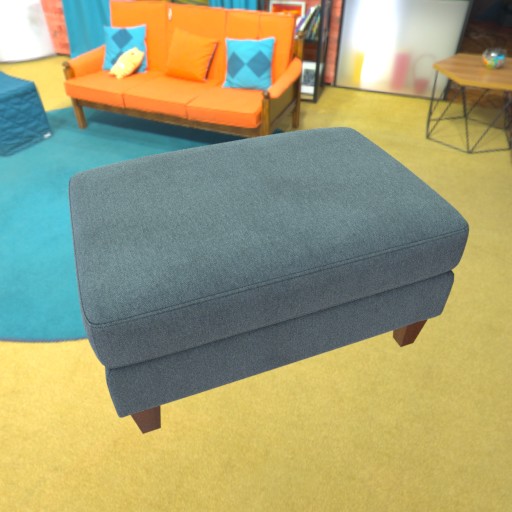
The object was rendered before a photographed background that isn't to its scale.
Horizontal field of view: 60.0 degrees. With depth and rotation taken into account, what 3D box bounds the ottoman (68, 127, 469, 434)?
[{"bbox_3d":[0.000,0.000,1.188,0.864,0.483,0.584,-14,42,-16],"label":"ottoman"}]
